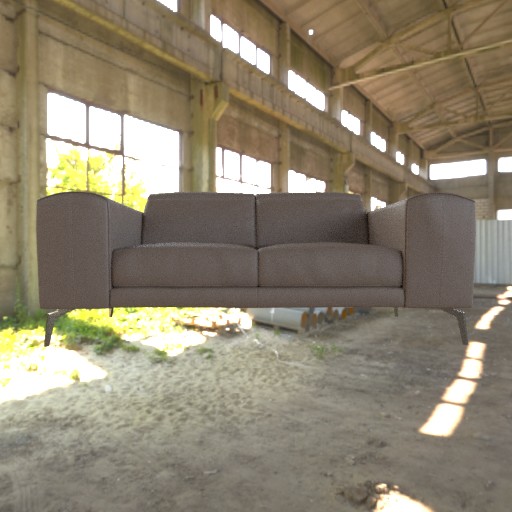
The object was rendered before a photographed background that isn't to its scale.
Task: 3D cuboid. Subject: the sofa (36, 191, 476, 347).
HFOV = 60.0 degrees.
[{"bbox_3d":[0.000,0.000,2.358,1.895,0.779,1.003,0,0,-1],"label":"sofa"}]
